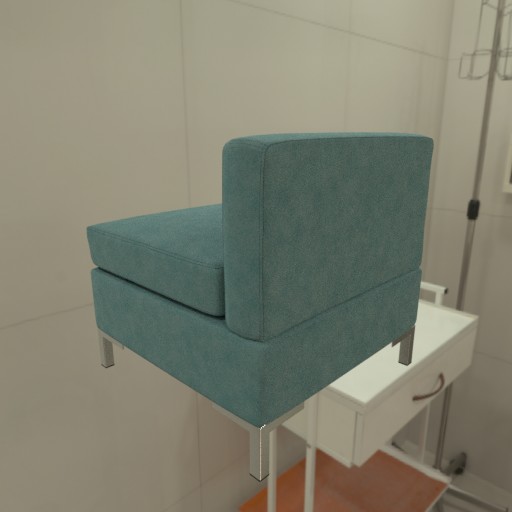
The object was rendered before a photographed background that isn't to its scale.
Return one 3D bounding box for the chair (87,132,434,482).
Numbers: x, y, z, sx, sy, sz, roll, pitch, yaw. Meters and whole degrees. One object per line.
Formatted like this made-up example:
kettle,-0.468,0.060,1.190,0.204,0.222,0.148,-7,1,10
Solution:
chair,0.000,0.000,1.226,0.685,0.660,0.684,15,22,42
